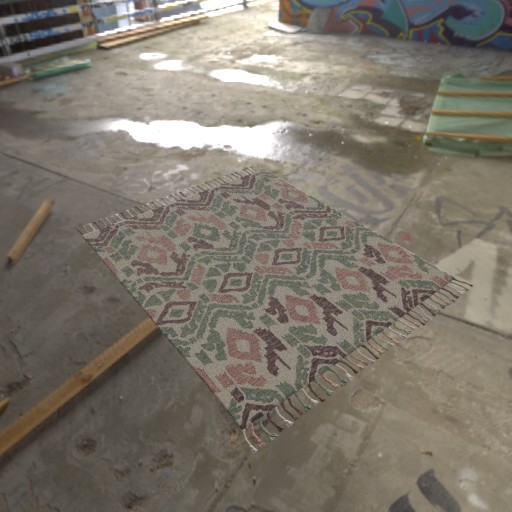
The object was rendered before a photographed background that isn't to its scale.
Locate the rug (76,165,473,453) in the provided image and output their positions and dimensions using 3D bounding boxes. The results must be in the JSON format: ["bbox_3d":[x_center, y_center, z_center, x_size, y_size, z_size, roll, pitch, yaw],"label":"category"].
[{"bbox_3d":[0.000,0.000,4.191,2.438,0.010,3.048,-26,45,-29],"label":"rug"}]
